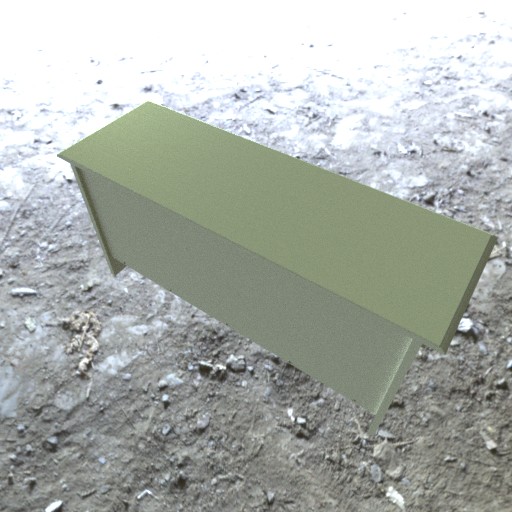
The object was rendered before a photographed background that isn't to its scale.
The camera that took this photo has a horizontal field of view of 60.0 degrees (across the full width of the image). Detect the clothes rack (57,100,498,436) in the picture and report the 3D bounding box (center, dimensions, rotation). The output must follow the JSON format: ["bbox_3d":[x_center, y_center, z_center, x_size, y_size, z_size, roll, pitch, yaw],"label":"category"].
[{"bbox_3d":[0.000,0.000,1.444,1.218,0.558,0.405,27,53,22],"label":"clothes rack"}]
